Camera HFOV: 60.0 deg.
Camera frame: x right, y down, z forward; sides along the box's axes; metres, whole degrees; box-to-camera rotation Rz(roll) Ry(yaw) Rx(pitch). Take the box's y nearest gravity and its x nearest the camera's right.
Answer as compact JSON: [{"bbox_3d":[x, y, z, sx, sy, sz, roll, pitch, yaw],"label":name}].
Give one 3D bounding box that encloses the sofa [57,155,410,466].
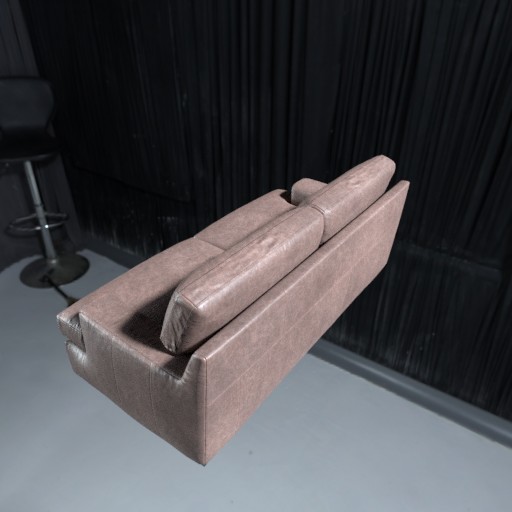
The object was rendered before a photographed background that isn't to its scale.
[{"bbox_3d":[0.000,0.000,2.824,1.143,0.941,2.261,21,37,30],"label":"sofa"}]
